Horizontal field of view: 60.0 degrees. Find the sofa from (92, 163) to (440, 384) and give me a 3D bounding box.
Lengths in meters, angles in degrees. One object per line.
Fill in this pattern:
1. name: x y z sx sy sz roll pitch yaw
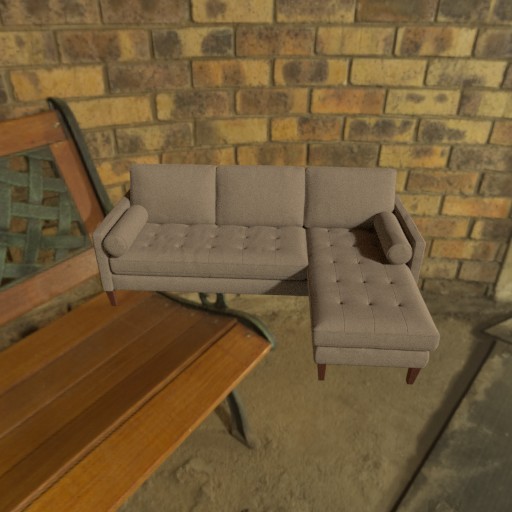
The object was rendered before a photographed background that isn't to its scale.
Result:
1. sofa: 0.000 0.000 2.994 2.178 0.875 1.506 2 30 3
